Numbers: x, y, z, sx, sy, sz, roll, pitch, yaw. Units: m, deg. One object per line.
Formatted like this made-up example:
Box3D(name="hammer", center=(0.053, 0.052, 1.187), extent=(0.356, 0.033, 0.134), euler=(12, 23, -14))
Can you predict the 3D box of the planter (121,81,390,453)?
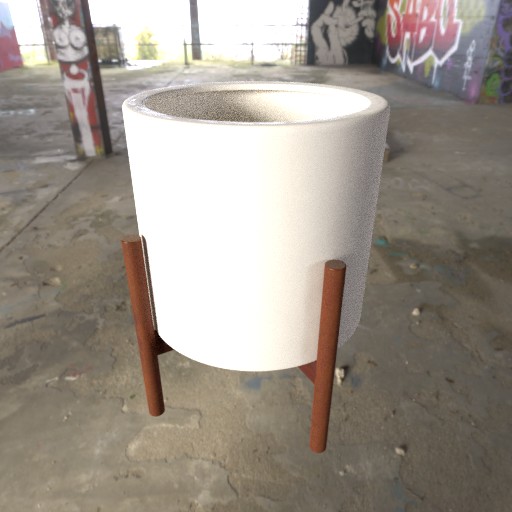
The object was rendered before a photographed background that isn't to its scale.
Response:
Box3D(name="planter", center=(0.000, 0.000, 0.853), extent=(0.421, 0.581, 0.420), euler=(9, 30, 16))
